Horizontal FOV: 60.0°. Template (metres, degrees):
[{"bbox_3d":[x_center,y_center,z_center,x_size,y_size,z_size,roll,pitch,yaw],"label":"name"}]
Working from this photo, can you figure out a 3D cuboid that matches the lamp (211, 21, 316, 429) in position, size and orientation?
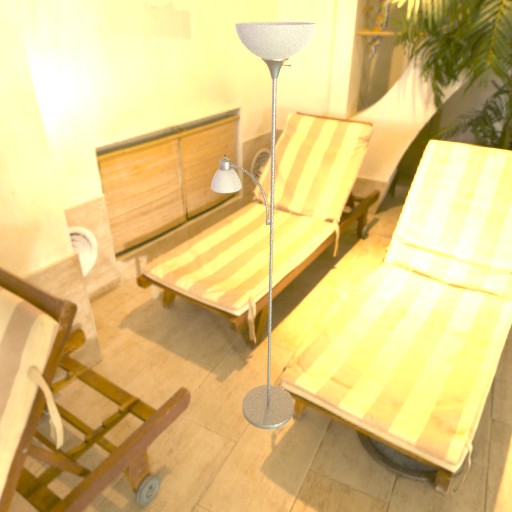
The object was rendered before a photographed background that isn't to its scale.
[{"bbox_3d":[0.000,0.000,1.936,0.425,1.804,0.279,18,34,28],"label":"lamp"}]
